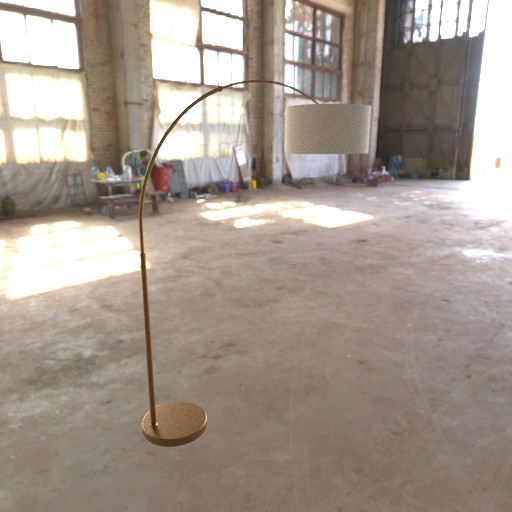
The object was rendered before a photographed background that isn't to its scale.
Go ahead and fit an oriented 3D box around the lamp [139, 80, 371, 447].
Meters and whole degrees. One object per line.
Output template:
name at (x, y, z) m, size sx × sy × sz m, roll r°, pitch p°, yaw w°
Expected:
lamp at (0.000, 0.000, 2.587) m, size 1.434 × 1.927 × 0.493 m, roll -7°, pitch 16°, yaw -26°
